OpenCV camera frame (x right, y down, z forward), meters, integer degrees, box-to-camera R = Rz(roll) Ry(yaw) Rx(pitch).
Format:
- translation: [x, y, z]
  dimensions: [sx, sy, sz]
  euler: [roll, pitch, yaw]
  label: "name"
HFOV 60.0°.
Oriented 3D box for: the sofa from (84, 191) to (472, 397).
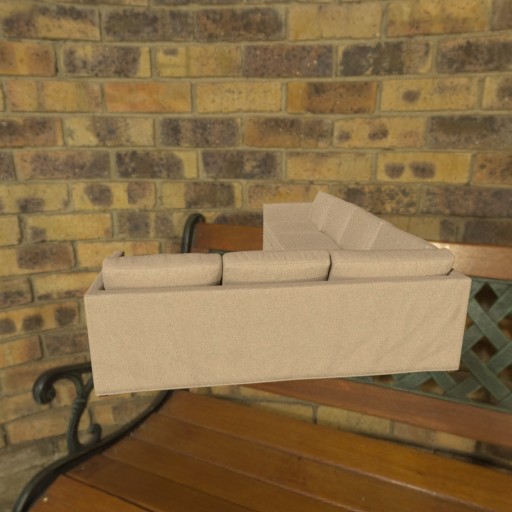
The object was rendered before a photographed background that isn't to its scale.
- translation: [0.000, 0.000, 4.274]
  dimensions: [2.432, 0.871, 3.182]
  euler: [-2, 16, -7]
  label: "sofa"
